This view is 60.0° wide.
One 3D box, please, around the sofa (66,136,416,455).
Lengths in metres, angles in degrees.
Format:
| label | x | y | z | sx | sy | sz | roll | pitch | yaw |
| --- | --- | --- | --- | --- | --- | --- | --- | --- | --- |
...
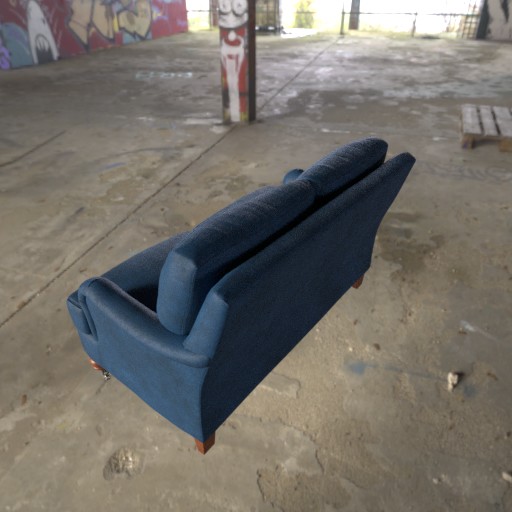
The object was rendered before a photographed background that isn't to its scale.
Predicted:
| label | x | y | z | sx | sy | sz | roll | pitch | yaw |
| --- | --- | --- | --- | --- | --- | --- | --- | --- | --- |
| sofa | 0.000 | 0.000 | 2.536 | 1.084 | 1.101 | 1.853 | 21 | 37 | 30 |
